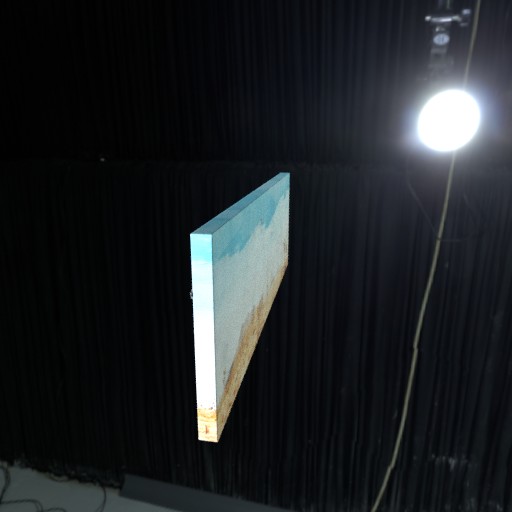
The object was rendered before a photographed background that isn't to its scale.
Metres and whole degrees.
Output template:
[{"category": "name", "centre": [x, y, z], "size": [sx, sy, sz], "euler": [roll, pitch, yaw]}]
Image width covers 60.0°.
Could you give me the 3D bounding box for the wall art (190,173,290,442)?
[{"category": "wall art", "centre": [0.000, 0.000, 0.854], "size": [0.044, 0.254, 0.759], "euler": [3, 16, 10]}]
